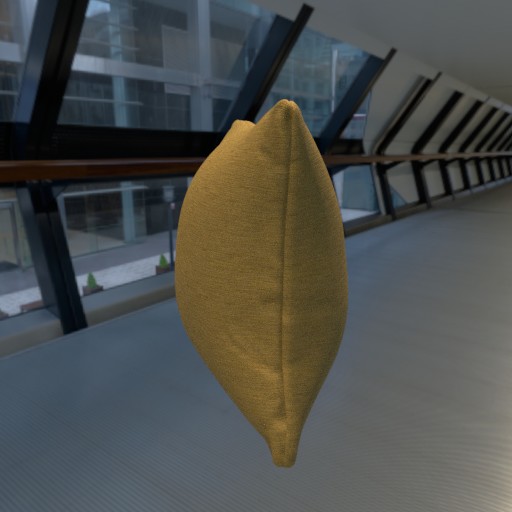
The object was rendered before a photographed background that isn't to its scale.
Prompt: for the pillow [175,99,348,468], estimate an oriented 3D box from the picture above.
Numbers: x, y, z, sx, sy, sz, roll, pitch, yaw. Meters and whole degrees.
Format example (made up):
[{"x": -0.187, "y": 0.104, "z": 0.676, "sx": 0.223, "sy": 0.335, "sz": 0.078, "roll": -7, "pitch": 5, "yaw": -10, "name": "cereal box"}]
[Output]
[{"x": 0.000, "y": 0.000, "z": 0.675, "sx": 0.247, "sy": 0.417, "sz": 0.435, "roll": -2, "pitch": 15, "yaw": -9, "name": "pillow"}]
